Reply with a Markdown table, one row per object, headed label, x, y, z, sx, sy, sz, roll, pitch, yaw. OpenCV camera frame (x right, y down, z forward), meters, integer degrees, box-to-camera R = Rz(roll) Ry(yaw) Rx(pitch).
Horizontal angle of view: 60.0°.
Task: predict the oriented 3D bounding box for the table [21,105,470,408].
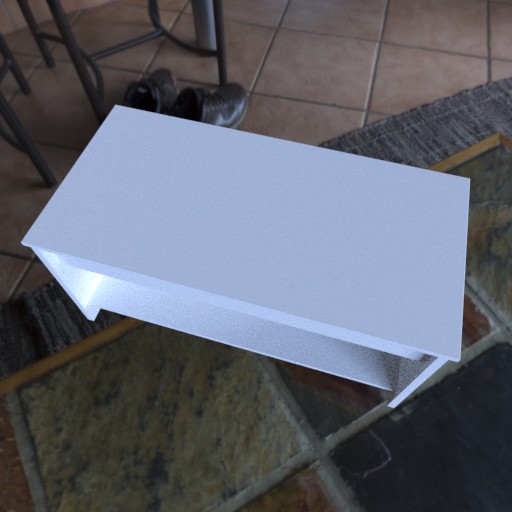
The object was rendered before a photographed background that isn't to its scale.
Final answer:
| label | x | y | z | sx | sy | sz | roll | pitch | yaw |
| --- | --- | --- | --- | --- | --- | --- | --- | --- | --- |
| table | 0.000 | 0.000 | 1.275 | 1.000 | 0.441 | 0.500 | 14 | 59 | 9 |
